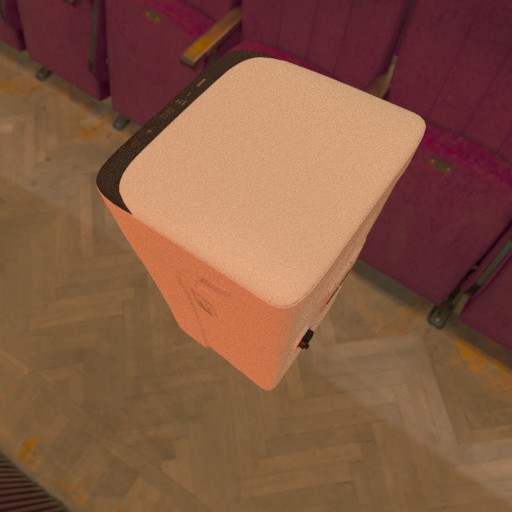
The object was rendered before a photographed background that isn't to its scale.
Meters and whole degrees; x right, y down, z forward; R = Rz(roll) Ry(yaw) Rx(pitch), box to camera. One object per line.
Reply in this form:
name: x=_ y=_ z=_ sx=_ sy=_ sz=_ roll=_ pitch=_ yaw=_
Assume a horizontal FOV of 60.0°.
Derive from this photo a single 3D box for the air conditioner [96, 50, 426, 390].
air conditioner: x=0.000 y=0.000 z=0.906 sx=0.369 sy=0.716 sz=0.352 roll=33 pitch=68 yaw=15
